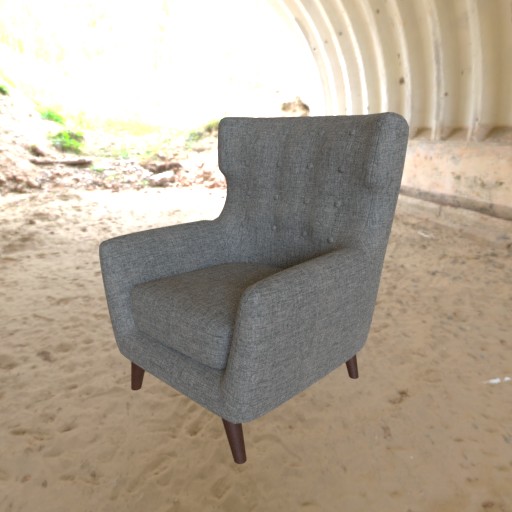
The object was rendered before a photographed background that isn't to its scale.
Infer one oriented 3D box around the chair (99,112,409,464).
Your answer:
[{"bbox_3d":[0.000,0.000,1.729,0.878,1.063,0.904,14,21,41],"label":"chair"}]
